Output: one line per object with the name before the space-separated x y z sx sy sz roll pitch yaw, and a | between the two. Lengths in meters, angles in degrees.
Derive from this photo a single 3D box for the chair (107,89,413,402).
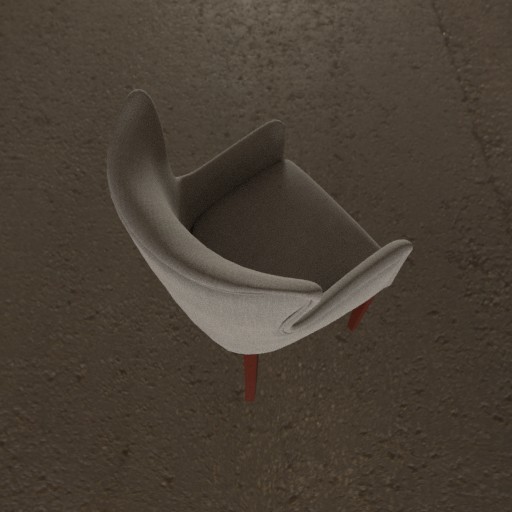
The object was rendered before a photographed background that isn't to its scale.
chair | 0.000 0.000 1.428 0.677 0.948 0.732 -32 64 -18
